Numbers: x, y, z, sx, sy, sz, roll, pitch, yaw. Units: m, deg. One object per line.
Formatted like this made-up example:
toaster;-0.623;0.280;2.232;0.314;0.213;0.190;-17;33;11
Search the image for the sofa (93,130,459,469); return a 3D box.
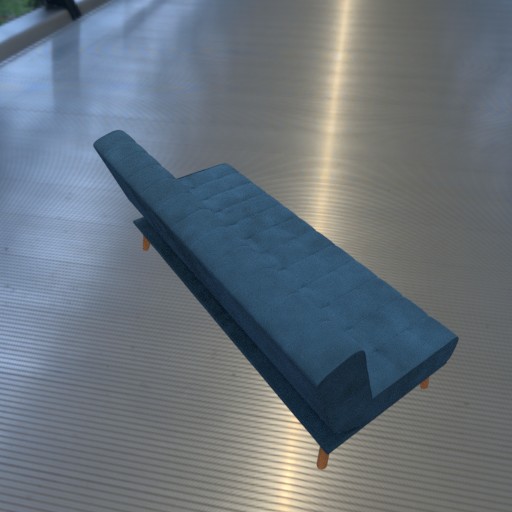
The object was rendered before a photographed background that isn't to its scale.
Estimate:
sofa;0.000;0.000;2.226;0.855;0.813;1.804;-25;47;-26
